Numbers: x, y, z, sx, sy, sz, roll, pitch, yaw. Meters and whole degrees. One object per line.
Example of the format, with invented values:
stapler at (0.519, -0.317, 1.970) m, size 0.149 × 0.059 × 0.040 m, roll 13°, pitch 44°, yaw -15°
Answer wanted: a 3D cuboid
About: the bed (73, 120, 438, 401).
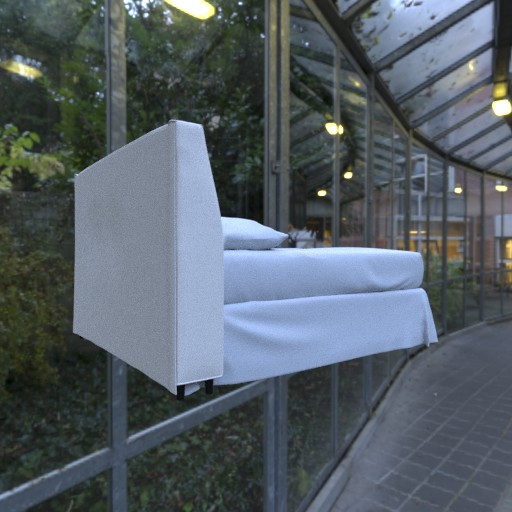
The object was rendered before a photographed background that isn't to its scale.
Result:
bed at (0.000, 0.000, 3.449) m, size 2.276 × 1.332 × 1.925 m, roll -1°, pitch 1°, yaw -35°
